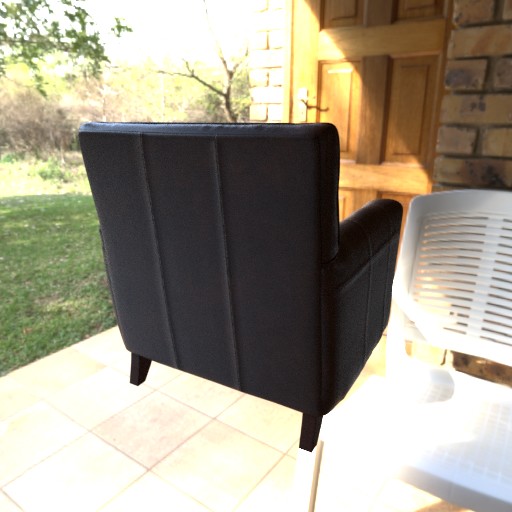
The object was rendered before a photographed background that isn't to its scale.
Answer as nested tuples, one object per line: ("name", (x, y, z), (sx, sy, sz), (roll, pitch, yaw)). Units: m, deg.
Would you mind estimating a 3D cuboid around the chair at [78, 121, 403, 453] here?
("chair", (0.000, 0.000, 1.617), (0.870, 0.943, 0.823), (10, 20, 28))
